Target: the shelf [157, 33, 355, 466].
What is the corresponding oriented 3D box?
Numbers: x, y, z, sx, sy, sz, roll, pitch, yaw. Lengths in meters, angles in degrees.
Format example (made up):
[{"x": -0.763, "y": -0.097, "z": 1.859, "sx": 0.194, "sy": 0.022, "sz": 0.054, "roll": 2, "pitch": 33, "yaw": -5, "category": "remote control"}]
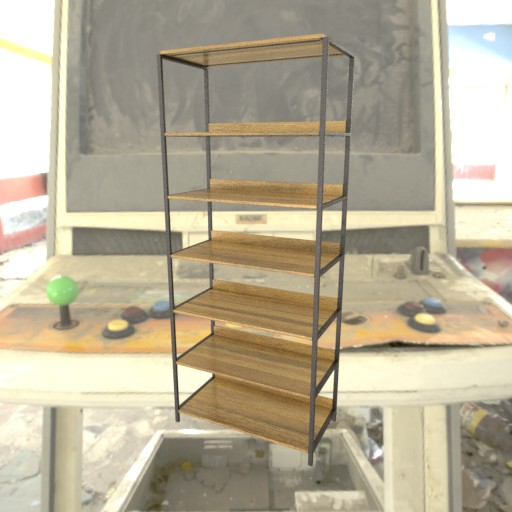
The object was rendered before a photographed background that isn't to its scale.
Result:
[{"x": 0.000, "y": 0.000, "z": 2.368, "sx": 0.847, "sy": 2.015, "sz": 0.431, "roll": 7, "pitch": 16, "yaw": 25, "category": "shelf"}]
